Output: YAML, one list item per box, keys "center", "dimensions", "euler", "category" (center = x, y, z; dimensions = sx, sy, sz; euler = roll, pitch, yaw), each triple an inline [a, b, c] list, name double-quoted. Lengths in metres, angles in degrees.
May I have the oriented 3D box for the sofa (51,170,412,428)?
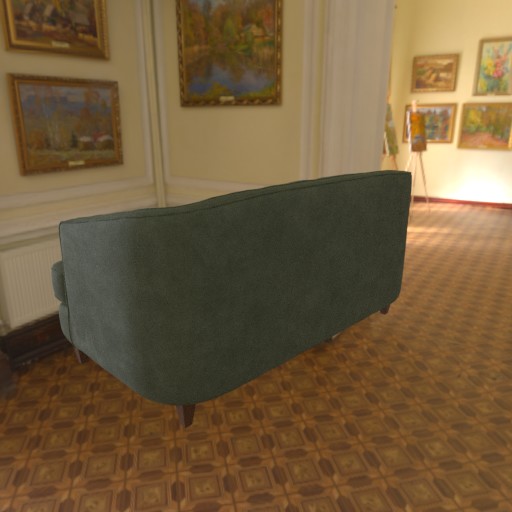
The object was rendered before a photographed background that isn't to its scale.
- center: [0.000, 0.000, 2.247]
  dimensions: [1.733, 0.855, 0.941]
  euler: [-16, 24, -42]
  category: "sofa"
